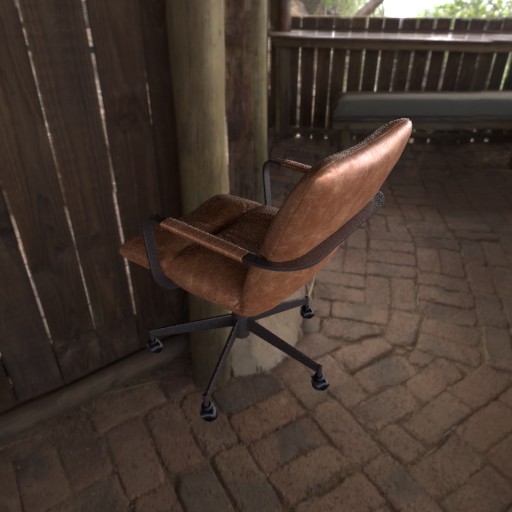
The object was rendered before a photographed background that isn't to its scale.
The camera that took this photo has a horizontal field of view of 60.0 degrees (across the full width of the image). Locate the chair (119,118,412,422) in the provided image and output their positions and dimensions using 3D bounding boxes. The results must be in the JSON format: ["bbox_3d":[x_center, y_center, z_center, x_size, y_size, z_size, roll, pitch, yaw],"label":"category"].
[{"bbox_3d":[0.000,0.000,1.502,0.754,0.922,0.727,20,36,30],"label":"chair"}]
